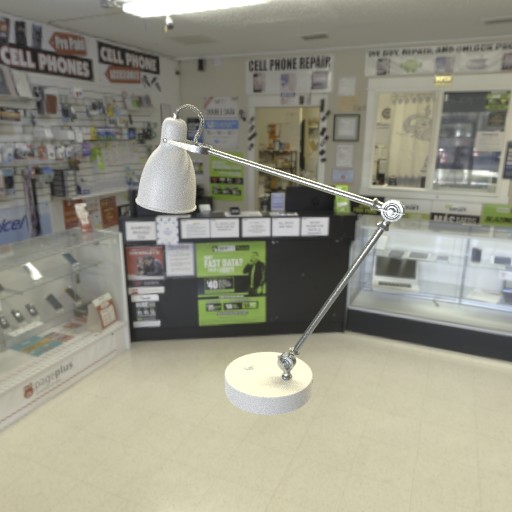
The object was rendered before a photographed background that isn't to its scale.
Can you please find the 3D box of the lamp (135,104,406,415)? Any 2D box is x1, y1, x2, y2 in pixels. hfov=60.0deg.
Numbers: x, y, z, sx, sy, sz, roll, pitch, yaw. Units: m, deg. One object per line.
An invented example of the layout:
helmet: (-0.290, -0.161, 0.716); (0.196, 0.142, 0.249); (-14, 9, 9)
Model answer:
lamp: (0.000, 0.000, 0.890); (0.561, 0.587, 0.187); (8, 17, 26)
